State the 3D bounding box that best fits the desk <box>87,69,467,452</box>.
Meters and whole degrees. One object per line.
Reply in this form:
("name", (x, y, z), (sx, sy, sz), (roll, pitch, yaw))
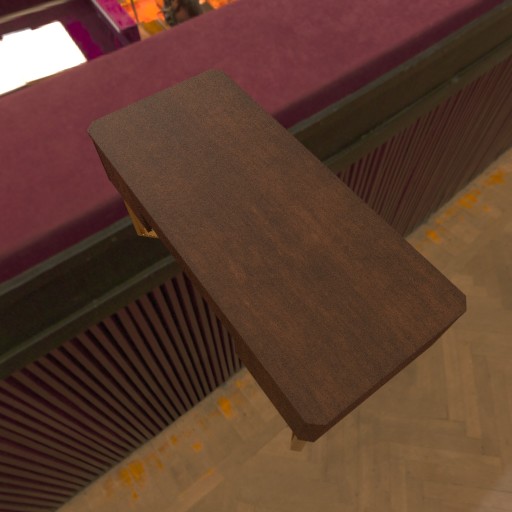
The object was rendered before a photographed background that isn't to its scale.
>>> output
("desk", (0.000, 0.000, 1.943), (0.684, 0.762, 1.479), (-32, 64, -18))
